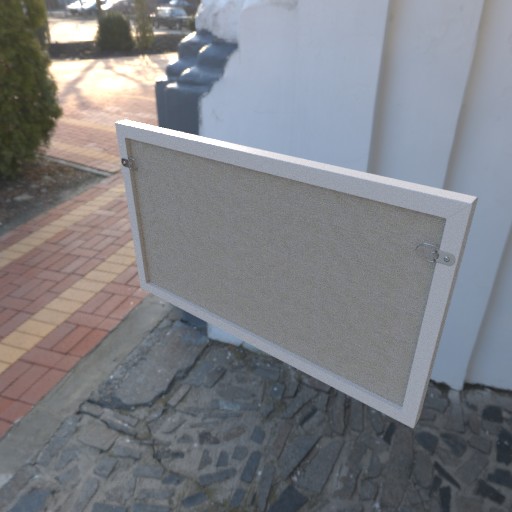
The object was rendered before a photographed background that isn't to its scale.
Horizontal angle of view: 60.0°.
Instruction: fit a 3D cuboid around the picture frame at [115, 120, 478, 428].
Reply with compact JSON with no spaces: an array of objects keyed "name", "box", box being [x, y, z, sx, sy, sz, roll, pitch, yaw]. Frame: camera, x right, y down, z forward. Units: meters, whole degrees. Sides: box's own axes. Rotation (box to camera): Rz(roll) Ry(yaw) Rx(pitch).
[{"name":"picture frame","box":[0.000,0.000,0.779,0.647,0.379,0.044,21,36,32]}]
